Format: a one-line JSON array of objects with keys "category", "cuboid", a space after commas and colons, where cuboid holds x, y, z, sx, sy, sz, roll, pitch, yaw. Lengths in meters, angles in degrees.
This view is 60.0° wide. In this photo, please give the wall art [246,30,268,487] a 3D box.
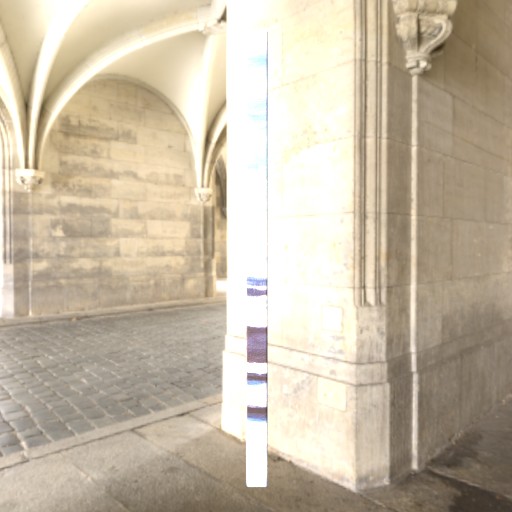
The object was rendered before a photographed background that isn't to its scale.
[{"category": "wall art", "cuboid": [0.000, 0.000, 1.095, 0.035, 0.747, 0.747, 0, 1, 0]}]
